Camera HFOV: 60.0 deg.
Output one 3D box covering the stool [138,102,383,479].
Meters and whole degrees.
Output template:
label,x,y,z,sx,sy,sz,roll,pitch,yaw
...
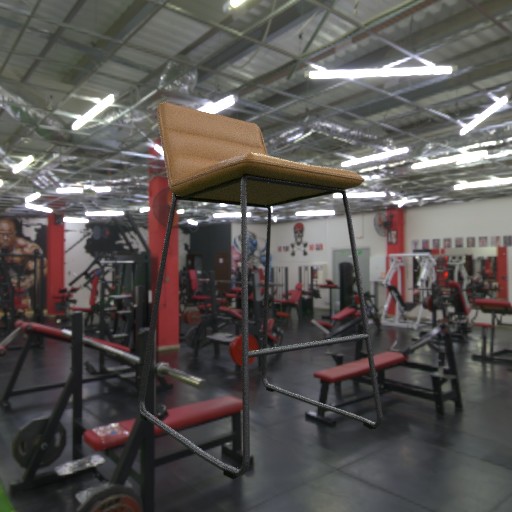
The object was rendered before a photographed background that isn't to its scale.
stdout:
label,x,y,z,sx,sy,sz,roll,pitch,yaw
stool,0.000,0.000,1.251,0.489,0.936,0.524,1,-1,-37
